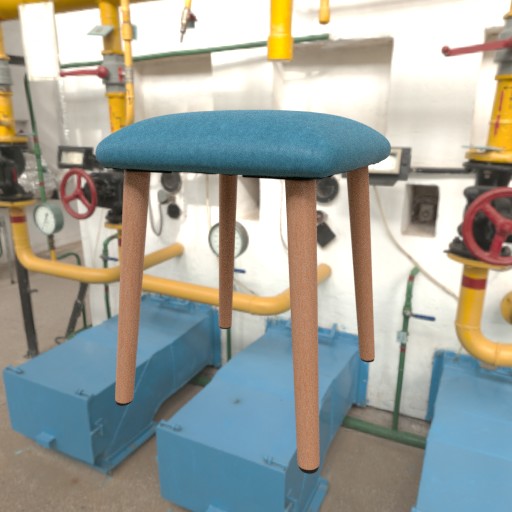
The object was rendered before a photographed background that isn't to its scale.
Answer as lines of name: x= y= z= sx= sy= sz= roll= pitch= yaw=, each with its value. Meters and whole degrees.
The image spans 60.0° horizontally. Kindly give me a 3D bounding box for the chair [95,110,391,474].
chair: x=0.000 y=0.000 z=0.722 sx=0.360 sy=0.450 sz=0.360 roll=8 pitch=18 yaw=26
